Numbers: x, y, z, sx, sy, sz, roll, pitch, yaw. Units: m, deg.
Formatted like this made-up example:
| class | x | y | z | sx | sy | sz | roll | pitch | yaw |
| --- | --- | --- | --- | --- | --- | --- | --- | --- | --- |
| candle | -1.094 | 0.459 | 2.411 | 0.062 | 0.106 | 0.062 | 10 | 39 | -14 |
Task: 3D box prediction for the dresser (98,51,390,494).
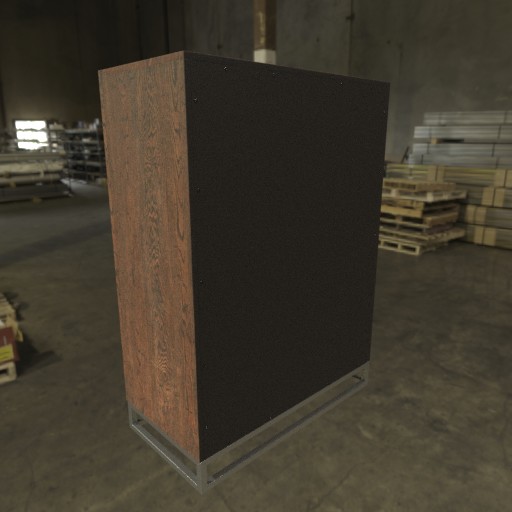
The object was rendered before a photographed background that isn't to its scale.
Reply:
| class | x | y | z | sx | sy | sz | roll | pitch | yaw |
| --- | --- | --- | --- | --- | --- | --- | --- | --- | --- |
| dresser | 0.000 | 0.000 | 1.754 | 0.965 | 1.321 | 0.508 | -14 | 20 | -42 |
